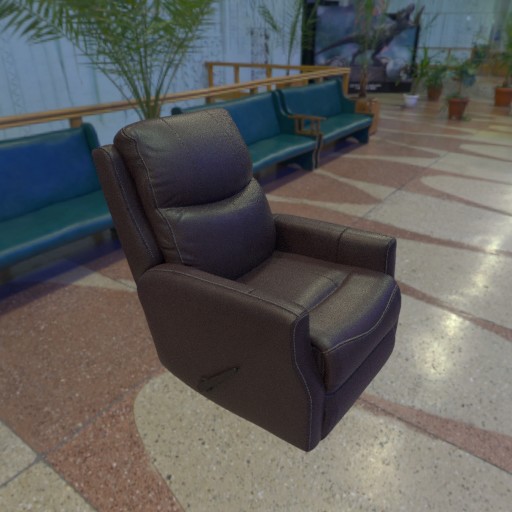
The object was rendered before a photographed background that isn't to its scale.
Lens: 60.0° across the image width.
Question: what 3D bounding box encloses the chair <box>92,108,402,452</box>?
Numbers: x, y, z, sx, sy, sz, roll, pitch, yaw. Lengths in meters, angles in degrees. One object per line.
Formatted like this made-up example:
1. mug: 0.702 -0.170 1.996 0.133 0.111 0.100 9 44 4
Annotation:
1. chair: 0.000 0.000 1.790 1.080 1.030 0.829 20 33 34
